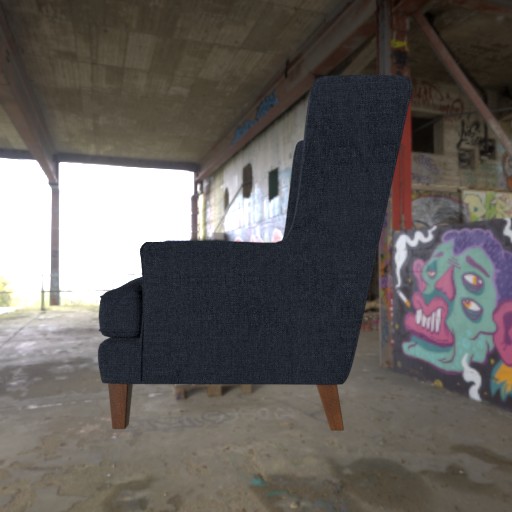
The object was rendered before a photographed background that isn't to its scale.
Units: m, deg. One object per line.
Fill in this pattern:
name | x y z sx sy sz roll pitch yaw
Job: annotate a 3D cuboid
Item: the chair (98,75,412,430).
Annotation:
chair | 0.000 0.000 1.691 0.947 1.072 0.764 0 -1 1
